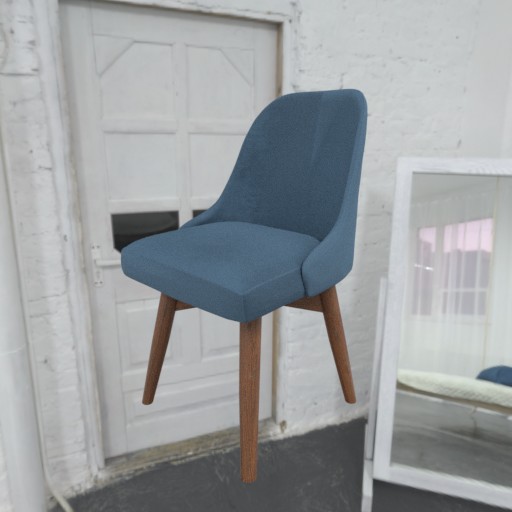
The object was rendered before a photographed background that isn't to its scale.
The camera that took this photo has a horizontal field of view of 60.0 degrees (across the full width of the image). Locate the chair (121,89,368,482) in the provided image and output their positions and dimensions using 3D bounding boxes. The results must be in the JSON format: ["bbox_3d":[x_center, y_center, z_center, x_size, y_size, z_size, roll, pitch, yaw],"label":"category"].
[{"bbox_3d":[0.000,0.000,1.213,0.503,0.882,0.589,15,22,42],"label":"chair"}]
